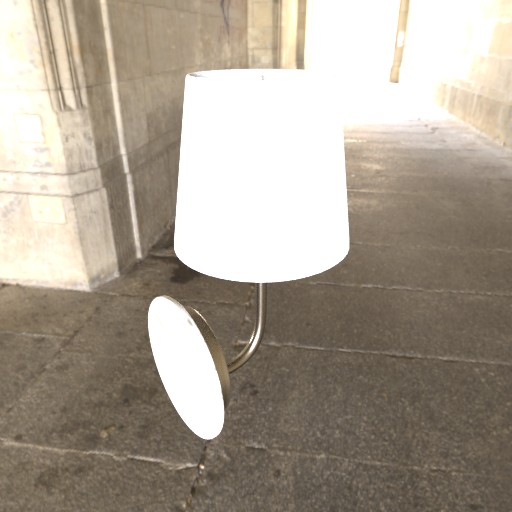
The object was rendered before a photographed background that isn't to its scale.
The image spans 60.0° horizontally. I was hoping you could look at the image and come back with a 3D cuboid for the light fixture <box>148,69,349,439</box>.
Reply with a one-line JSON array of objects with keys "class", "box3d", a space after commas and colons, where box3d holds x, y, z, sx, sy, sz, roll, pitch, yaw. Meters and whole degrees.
[{"class": "light fixture", "box3d": [0.000, 0.000, 0.443, 0.188, 0.337, 0.168, -18, 31, -32]}]
